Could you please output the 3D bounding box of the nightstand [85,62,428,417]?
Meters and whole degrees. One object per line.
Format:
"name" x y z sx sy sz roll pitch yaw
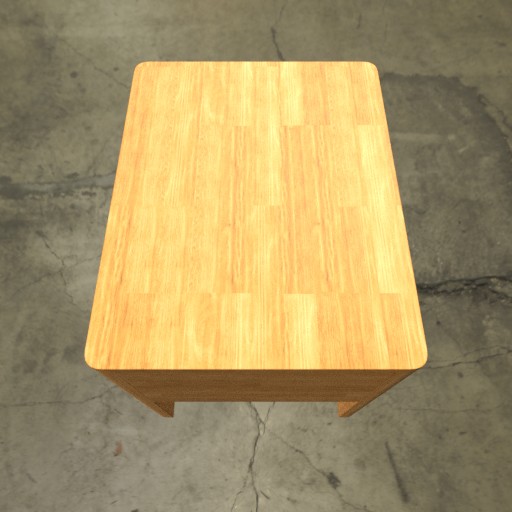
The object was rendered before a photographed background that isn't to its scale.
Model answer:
"nightstand" 0.000 0.000 0.895 0.440 0.470 0.560 0 63 0
